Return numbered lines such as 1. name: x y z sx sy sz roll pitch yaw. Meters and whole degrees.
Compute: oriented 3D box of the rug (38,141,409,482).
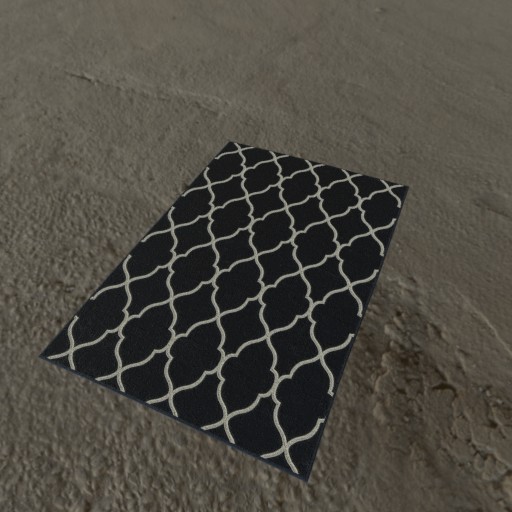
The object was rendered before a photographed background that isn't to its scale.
1. rug: 0.000 0.000 2.854 1.526 0.014 2.290 18 49 16
